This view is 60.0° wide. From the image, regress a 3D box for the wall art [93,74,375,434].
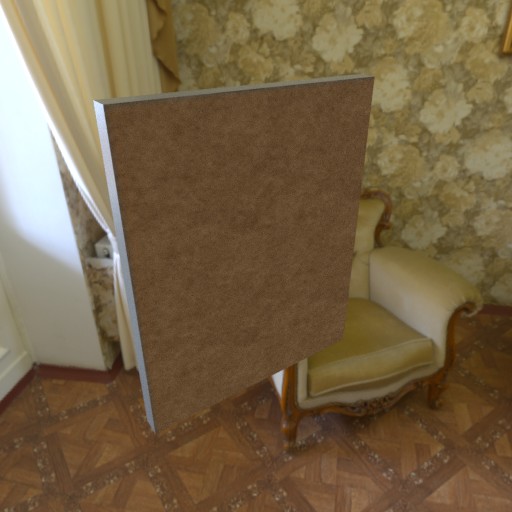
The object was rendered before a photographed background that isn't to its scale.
[{"bbox_3d":[0.000,0.000,0.768,0.453,0.554,0.037,-18,34,-30],"label":"wall art"}]
